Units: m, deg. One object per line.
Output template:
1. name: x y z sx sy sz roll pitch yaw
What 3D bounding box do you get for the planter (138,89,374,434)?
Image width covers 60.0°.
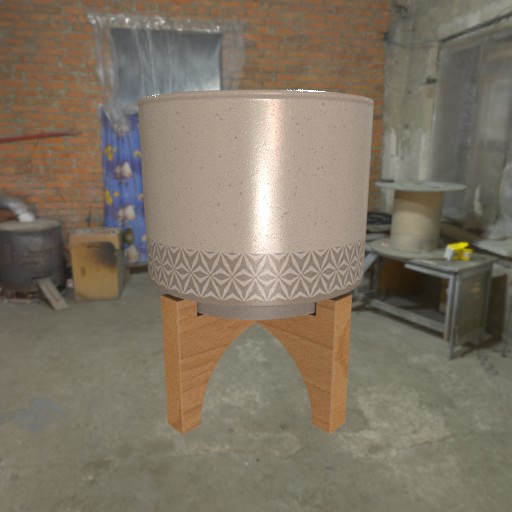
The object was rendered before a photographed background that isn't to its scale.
1. planter: 0.000 0.000 0.272 0.130 0.178 0.130 0 14 0
